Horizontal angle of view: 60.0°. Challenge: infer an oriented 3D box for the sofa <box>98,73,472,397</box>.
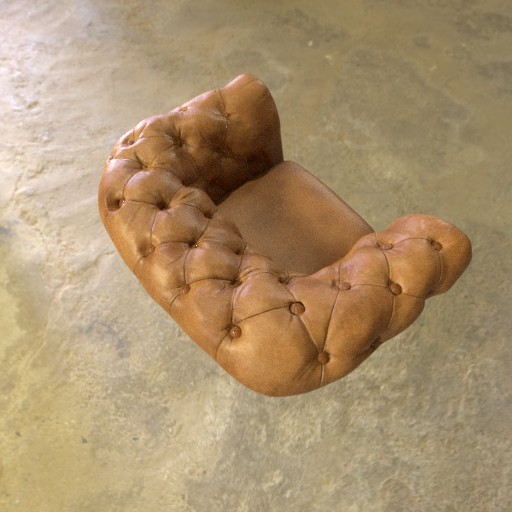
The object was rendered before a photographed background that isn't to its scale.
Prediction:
[{"bbox_3d":[0.000,0.000,2.032,1.033,0.878,1.405,-35,64,-20],"label":"sofa"}]
